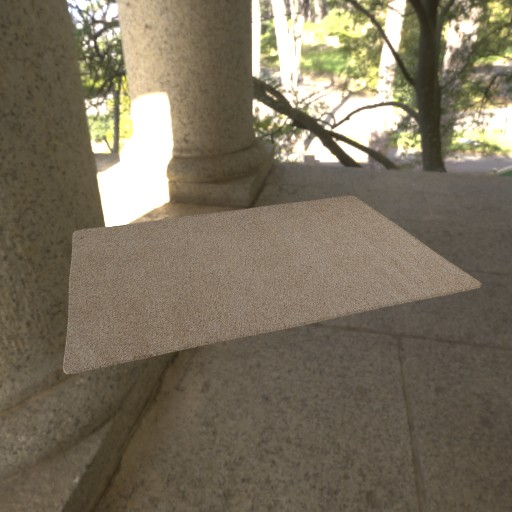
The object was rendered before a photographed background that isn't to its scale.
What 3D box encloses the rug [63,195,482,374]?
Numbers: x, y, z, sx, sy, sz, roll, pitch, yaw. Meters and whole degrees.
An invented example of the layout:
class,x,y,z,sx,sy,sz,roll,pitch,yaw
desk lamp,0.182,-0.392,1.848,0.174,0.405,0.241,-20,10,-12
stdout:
class,x,y,z,sx,sy,sz,roll,pitch,yaw
rug,0.000,0.000,3.414,2.700,0.024,1.801,-9,30,-16
